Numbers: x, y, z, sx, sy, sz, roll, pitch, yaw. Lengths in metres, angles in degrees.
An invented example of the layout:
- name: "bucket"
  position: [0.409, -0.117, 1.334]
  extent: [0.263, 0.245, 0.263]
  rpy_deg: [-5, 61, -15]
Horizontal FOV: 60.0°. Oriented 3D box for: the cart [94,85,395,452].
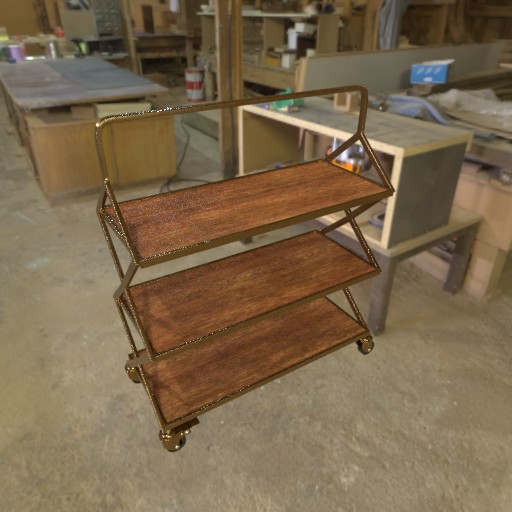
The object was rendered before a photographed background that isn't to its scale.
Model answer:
- name: "cart"
  position: [0.000, 0.000, 1.179]
  extent: [0.723, 0.805, 0.313]
  rpy_deg: [-17, 35, -27]
